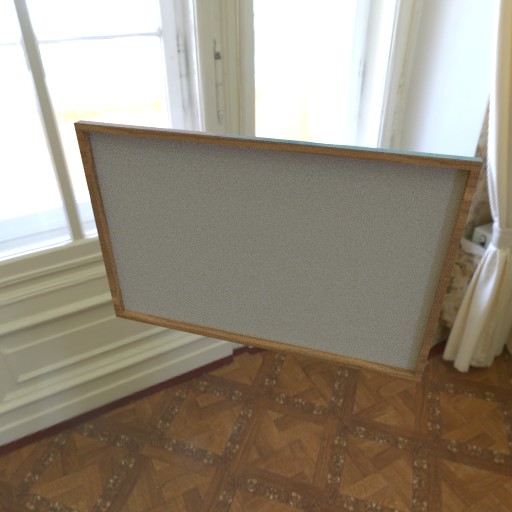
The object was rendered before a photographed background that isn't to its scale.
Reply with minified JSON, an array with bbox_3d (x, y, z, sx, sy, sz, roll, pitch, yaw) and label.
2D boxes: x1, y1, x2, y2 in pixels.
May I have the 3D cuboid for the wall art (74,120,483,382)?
[{"bbox_3d":[0.000,0.000,1.407,1.137,0.756,0.034,9,34,14],"label":"wall art"}]
